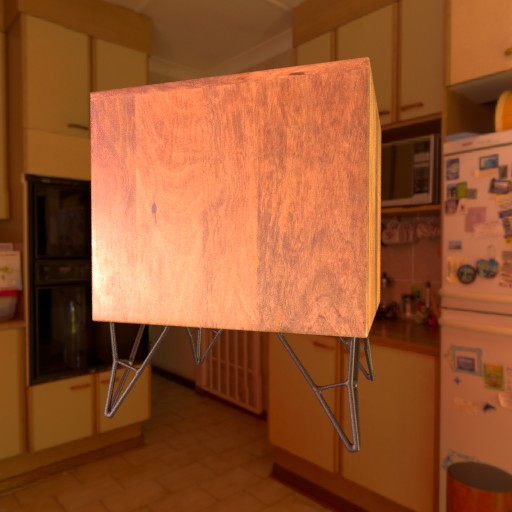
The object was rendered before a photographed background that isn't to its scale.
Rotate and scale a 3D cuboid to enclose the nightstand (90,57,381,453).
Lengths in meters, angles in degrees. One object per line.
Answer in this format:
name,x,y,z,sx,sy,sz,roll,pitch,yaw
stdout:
nightstand,0.000,0.000,0.876,0.457,0.559,0.406,0,2,18
